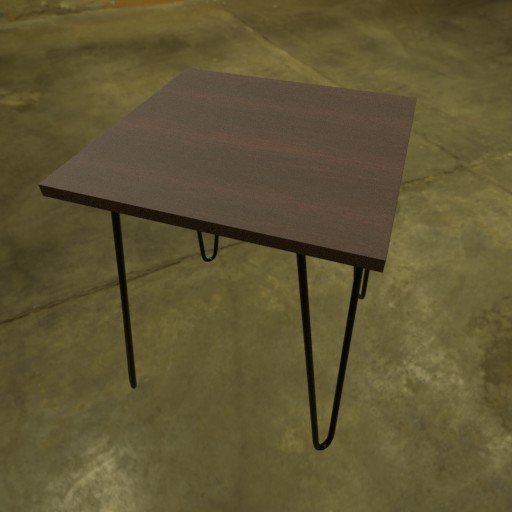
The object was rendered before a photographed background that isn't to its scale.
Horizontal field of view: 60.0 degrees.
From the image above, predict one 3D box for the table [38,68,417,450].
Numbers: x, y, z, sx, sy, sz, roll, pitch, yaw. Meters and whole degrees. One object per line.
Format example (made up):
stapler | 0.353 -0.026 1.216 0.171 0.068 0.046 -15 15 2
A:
table | 0.000 0.000 0.941 0.495 0.559 0.495 13 44 14
